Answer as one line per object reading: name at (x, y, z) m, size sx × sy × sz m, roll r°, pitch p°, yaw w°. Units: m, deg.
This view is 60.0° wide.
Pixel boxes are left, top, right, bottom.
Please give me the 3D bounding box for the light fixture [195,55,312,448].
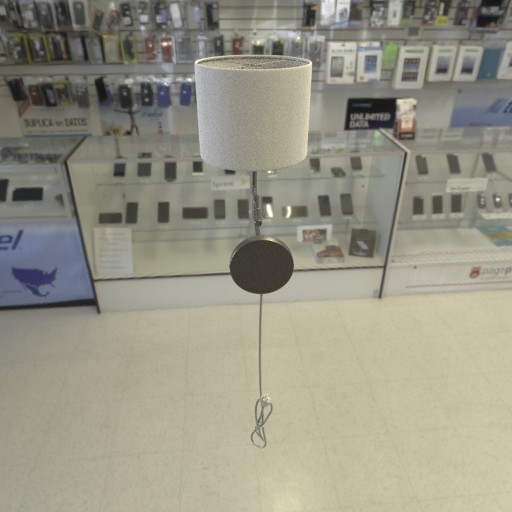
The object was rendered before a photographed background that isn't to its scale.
light fixture at (0.000, 0.000, 1.072) m, size 0.253 × 0.842 × 0.479 m, roll -1°, pitch 30°, yaw -3°
